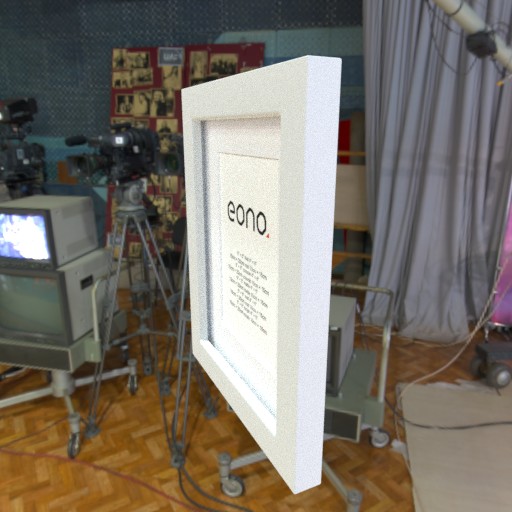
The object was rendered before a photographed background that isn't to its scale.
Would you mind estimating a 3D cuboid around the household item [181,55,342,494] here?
[{"bbox_3d":[0.000,0.000,0.335,0.045,0.250,0.200,-8,18,-25],"label":"household item"}]
